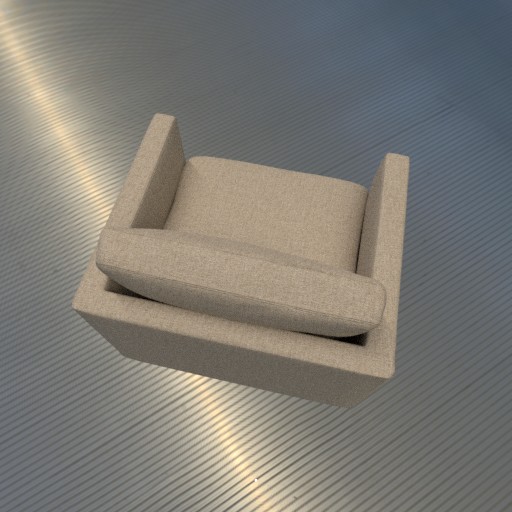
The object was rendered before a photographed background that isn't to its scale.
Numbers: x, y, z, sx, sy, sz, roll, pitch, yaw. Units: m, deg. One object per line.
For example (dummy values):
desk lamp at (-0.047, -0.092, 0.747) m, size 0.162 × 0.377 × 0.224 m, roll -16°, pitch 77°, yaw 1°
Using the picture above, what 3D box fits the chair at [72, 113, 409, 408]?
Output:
chair at (0.000, 0.000, 1.886) m, size 1.107 × 0.961 × 0.959 m, roll 11°, pitch 64°, yaw 6°
